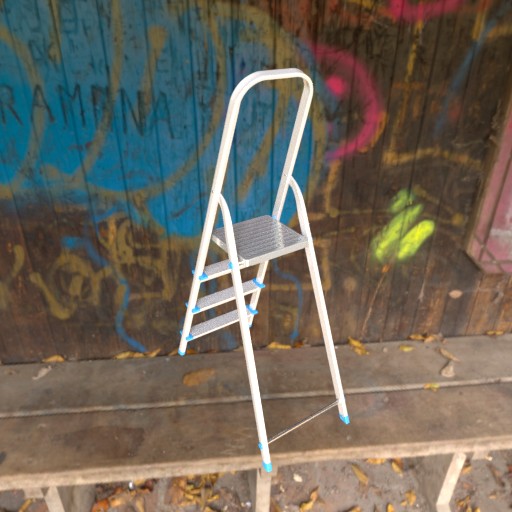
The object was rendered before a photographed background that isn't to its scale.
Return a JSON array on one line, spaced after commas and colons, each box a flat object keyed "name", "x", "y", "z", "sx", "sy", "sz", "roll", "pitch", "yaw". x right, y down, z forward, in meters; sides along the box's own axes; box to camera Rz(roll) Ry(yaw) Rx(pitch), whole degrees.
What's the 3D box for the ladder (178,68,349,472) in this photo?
[{"name": "ladder", "x": 0.000, "y": 0.000, "z": 1.806, "sx": 0.445, "sy": 1.434, "sz": 0.842, "roll": -18, "pitch": 34, "yaw": -29}]
